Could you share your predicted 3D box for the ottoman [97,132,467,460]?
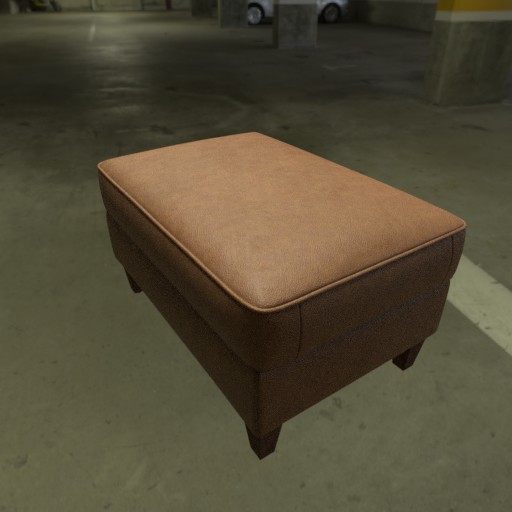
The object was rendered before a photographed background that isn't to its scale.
[{"bbox_3d":[0.000,0.000,1.203,0.584,0.483,0.864,-19,36,-29],"label":"ottoman"}]
